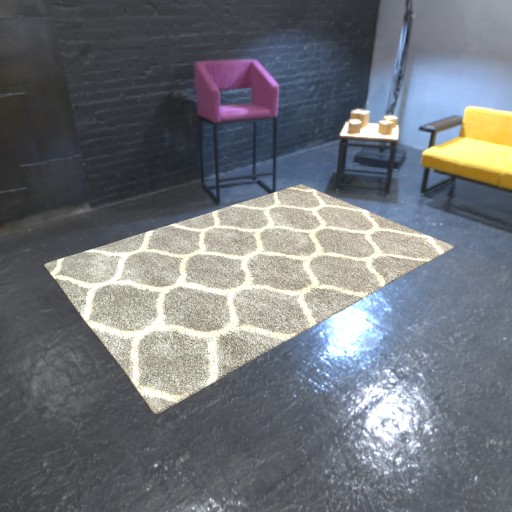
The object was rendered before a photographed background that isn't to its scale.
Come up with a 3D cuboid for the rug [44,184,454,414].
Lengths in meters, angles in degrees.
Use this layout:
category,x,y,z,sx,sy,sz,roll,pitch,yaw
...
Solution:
category,x,y,z,sx,sy,sz,roll,pitch,yaw
rug,0.000,0.000,3.484,2.701,0.026,1.801,-22,37,-33
